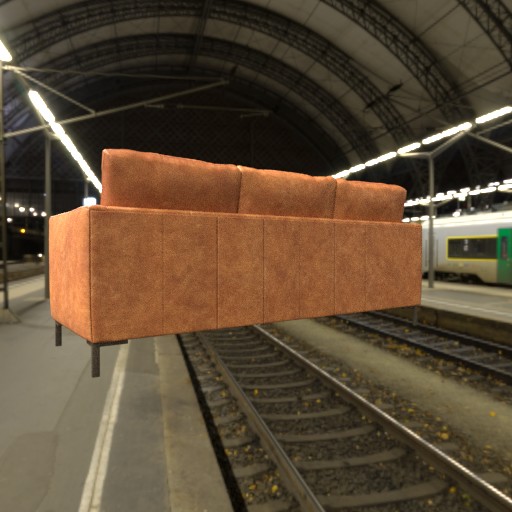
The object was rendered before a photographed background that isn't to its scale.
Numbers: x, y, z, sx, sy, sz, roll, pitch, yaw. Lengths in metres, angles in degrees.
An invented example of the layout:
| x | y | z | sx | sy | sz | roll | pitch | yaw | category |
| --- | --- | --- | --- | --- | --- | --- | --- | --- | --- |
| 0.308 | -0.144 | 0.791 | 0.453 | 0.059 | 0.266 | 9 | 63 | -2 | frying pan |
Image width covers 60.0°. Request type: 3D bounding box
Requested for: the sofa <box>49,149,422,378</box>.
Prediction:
| x | y | z | sx | sy | sz | roll | pitch | yaw | category |
| --- | --- | --- | --- | --- | --- | --- | --- | --- | --- |
| 0.000 | 0.000 | 2.457 | 2.029 | 0.863 | 0.748 | -1 | 1 | -35 | sofa |
